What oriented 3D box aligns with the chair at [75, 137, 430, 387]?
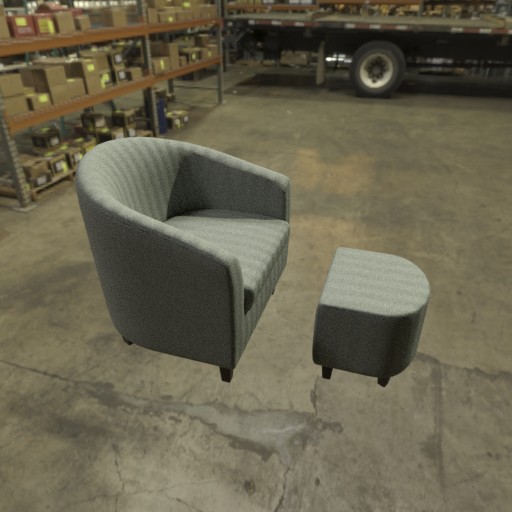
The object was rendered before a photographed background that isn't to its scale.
[{"bbox_3d":[0.000,0.000,1.710,1.288,0.757,0.756,9,32,15],"label":"chair"}]
